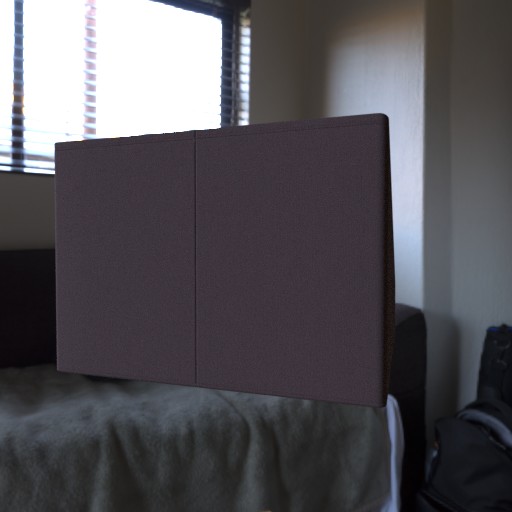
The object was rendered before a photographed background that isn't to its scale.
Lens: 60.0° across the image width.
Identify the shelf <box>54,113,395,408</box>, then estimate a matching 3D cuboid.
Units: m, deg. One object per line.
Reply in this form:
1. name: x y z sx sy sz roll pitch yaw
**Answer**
1. shelf: 0.000 0.000 0.494 0.292 0.210 0.292 1 2 19
